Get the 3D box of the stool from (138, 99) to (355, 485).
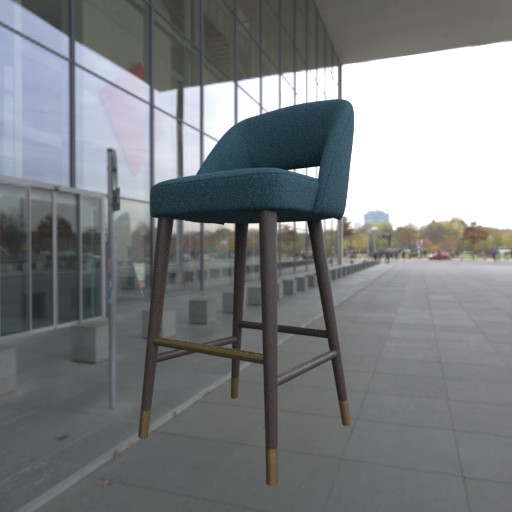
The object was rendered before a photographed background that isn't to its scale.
[{"bbox_3d":[0.000,0.000,1.334,0.536,1.032,0.522,0,1,35],"label":"stool"}]
